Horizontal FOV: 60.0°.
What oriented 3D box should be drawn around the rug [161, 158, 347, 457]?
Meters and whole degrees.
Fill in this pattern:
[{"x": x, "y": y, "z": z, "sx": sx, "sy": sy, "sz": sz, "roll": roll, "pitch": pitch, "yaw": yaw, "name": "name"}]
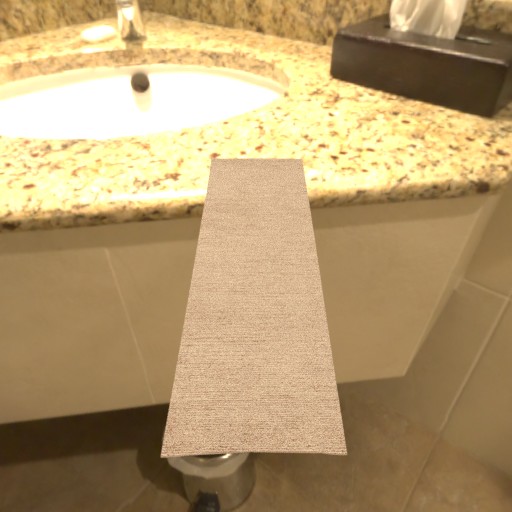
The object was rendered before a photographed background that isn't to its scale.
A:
[{"x": 0.000, "y": 0.000, "z": 2.568, "sx": 0.712, "sy": 0.013, "sz": 2.346, "roll": 0, "pitch": 41, "yaw": 0, "name": "rug"}]
